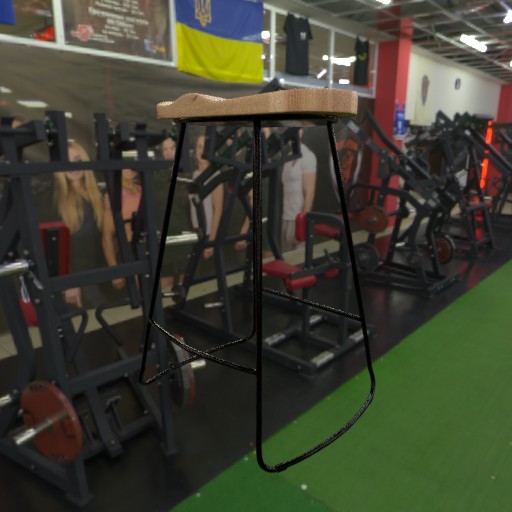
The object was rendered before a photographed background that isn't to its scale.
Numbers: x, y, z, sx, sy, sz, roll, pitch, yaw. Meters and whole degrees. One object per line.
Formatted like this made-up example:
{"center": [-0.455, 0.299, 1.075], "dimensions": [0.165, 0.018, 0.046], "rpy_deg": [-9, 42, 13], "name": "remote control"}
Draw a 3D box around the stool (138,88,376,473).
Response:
{"center": [0.000, 0.000, 0.978], "dimensions": [0.480, 0.679, 0.401], "rpy_deg": [14, 20, 43], "name": "stool"}
